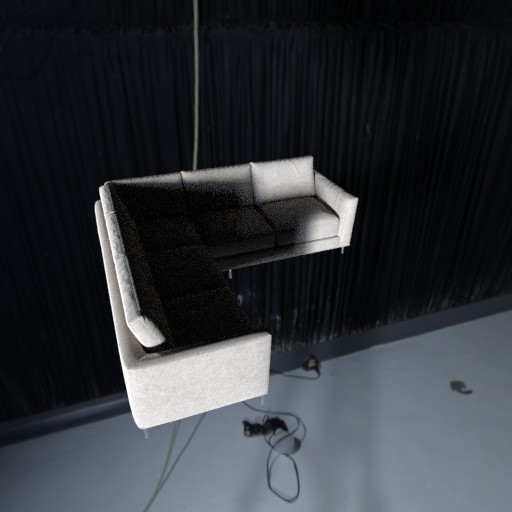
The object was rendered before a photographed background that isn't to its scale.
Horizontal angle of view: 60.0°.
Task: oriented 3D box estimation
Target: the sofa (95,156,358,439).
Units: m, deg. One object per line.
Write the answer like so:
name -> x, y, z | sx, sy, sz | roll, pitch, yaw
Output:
sofa -> 0.000, 0.000, 3.781 | 2.438, 0.864, 2.438 | -11, 32, -18
